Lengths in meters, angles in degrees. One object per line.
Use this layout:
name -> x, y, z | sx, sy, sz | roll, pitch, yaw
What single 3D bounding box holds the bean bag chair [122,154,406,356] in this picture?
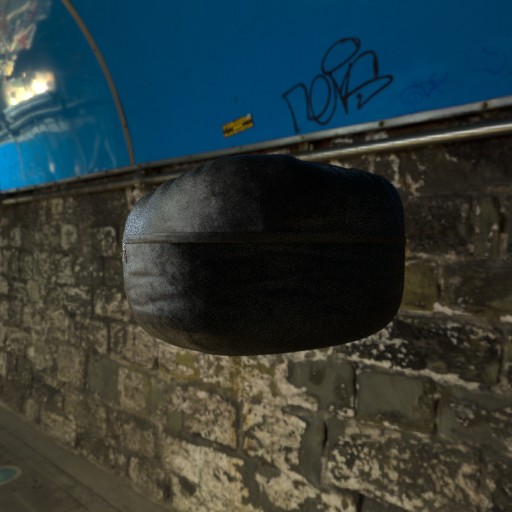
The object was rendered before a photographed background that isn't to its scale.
bean bag chair -> 0.000, 0.000, 2.472 | 1.524, 0.878, 1.524 | -1, 1, -35
